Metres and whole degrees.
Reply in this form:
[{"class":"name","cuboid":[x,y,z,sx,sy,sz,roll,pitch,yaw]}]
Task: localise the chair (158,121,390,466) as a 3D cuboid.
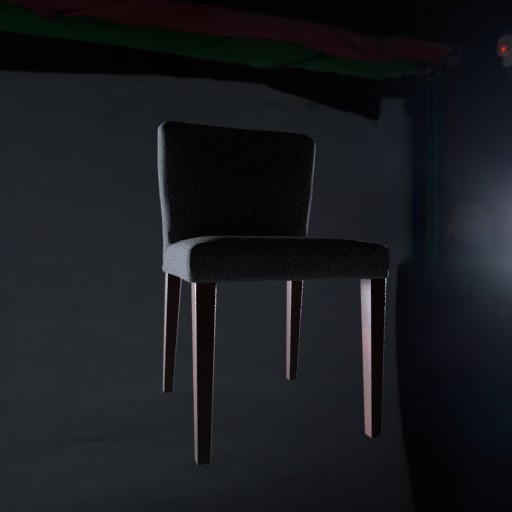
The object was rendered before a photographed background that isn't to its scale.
[{"class":"chair","cuboid":[0.000,0.000,1.210,0.491,0.839,0.589,0,1,-19]}]
